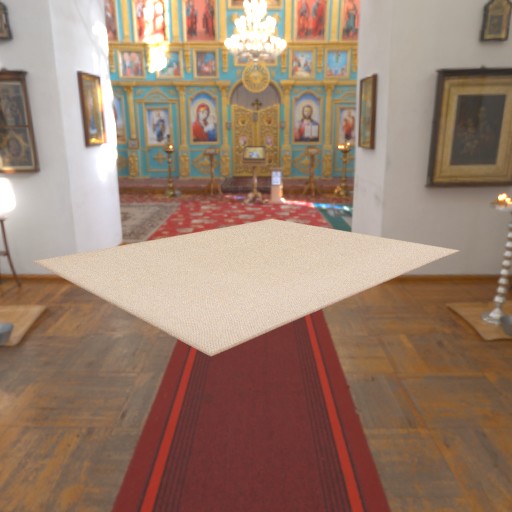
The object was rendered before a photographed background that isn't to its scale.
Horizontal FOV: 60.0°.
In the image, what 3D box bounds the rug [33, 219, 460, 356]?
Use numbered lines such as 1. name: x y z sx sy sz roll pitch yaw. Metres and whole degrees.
1. rug: 0.000 0.000 4.036 3.039 0.018 2.462 -14 20 -43
